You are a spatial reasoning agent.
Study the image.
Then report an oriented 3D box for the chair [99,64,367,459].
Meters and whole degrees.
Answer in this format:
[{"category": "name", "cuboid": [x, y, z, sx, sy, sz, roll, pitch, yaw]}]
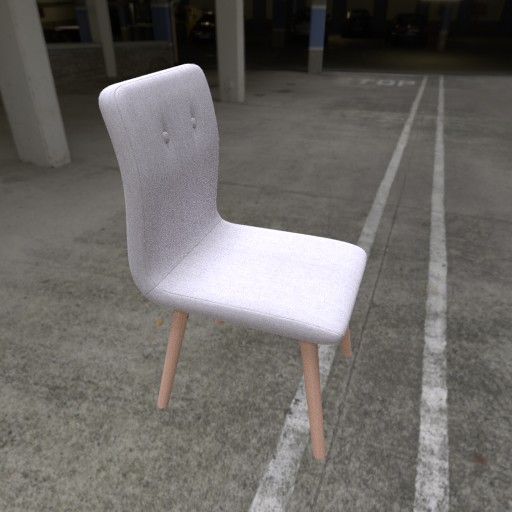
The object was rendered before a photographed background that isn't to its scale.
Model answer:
[{"category": "chair", "cuboid": [0.000, 0.000, 1.179, 0.550, 0.885, 0.435, 11, 33, 17]}]
